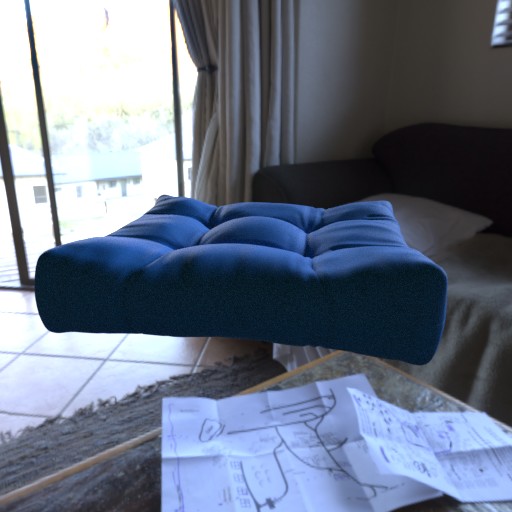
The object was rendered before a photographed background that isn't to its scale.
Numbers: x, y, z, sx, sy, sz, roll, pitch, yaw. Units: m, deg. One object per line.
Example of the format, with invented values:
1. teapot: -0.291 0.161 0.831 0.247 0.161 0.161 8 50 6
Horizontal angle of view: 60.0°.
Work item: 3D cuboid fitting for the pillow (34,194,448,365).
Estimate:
1. pillow: 0.000 0.000 0.712 0.490 0.128 0.468 2 17 8
